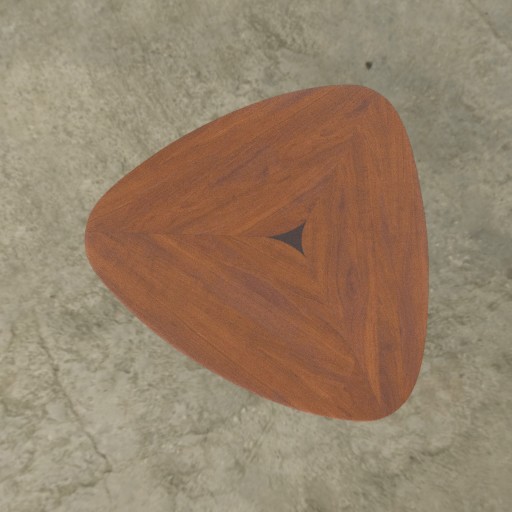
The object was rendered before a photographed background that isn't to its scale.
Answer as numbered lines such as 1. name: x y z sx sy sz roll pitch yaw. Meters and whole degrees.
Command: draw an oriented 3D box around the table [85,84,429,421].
1. table: 0.000 0.000 1.261 0.821 0.413 0.833 1 76 0
